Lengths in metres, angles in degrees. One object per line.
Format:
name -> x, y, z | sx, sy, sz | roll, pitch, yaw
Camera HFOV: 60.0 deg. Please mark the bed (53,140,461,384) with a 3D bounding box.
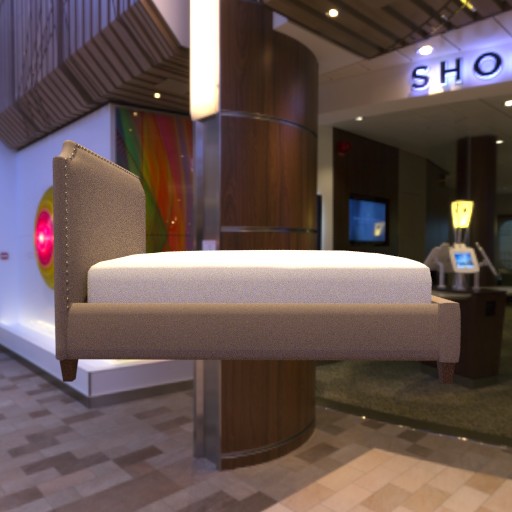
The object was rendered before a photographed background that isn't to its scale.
bed -> 0.000, 0.000, 3.383 | 2.372, 1.443, 1.713 | 0, 2, 1
